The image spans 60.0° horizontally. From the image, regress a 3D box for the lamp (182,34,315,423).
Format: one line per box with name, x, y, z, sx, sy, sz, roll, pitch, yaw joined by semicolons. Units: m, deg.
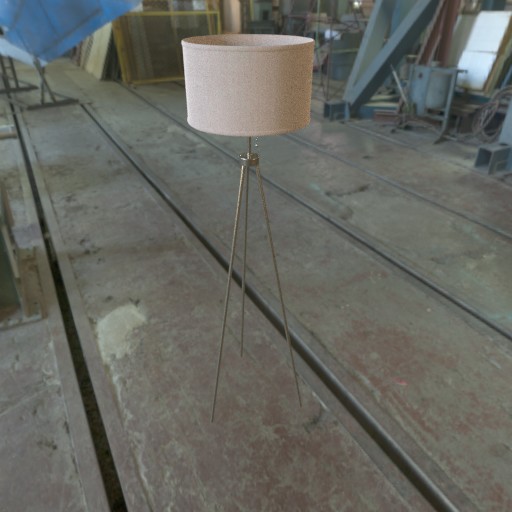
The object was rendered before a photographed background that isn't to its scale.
lamp;0.000;0.000;1.756;0.460;1.545;0.449;9;32;14
